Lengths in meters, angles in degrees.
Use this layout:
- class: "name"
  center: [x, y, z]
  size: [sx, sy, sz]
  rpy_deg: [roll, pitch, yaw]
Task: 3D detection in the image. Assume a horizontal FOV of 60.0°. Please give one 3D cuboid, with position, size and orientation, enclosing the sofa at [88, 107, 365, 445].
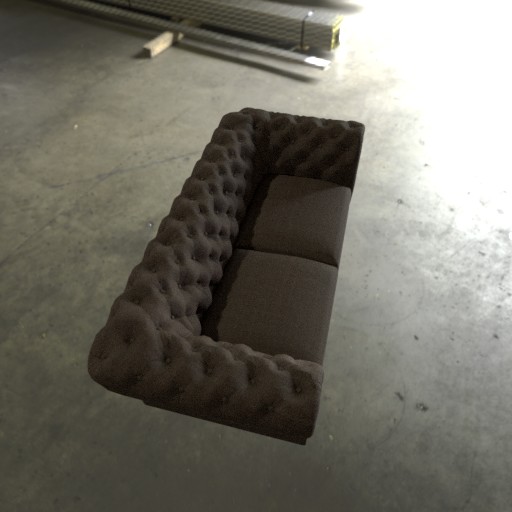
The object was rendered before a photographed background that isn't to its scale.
- class: "sofa"
  center: [0.000, 0.000, 2.490]
  size: [0.944, 0.780, 2.048]
  rpy_deg: [11, 48, 10]
